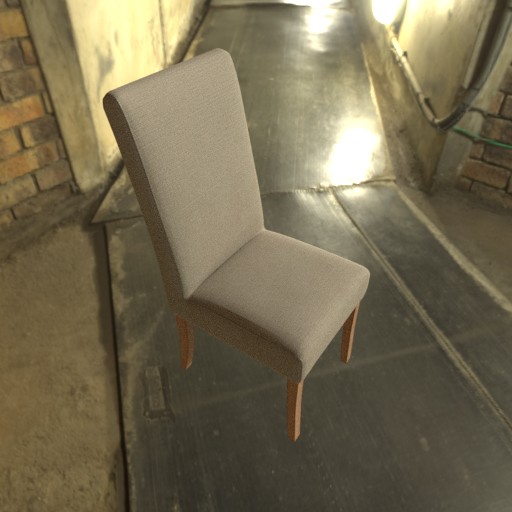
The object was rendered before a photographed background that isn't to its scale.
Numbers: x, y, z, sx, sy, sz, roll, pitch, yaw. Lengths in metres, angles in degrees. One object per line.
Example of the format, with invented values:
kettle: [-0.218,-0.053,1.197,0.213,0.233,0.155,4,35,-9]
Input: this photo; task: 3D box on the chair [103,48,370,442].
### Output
chair: [0.000,0.000,1.378,0.611,1.033,0.450,25,47,26]
